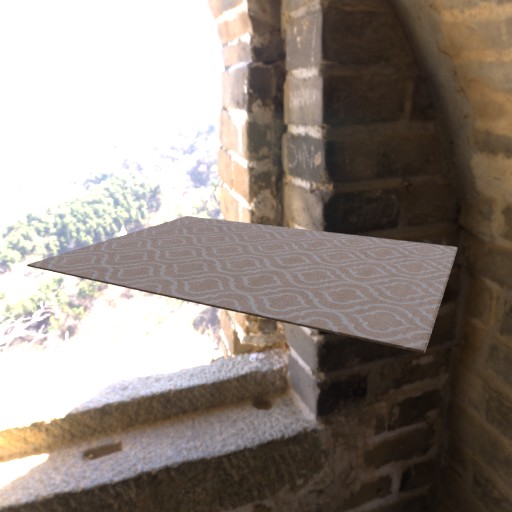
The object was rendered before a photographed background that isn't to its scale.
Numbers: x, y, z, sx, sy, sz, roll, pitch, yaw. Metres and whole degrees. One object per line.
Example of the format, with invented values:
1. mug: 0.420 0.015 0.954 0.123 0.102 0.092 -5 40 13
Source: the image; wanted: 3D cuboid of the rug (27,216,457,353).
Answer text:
1. rug: 0.000 0.000 2.677 2.134 0.010 1.524 9 19 26
